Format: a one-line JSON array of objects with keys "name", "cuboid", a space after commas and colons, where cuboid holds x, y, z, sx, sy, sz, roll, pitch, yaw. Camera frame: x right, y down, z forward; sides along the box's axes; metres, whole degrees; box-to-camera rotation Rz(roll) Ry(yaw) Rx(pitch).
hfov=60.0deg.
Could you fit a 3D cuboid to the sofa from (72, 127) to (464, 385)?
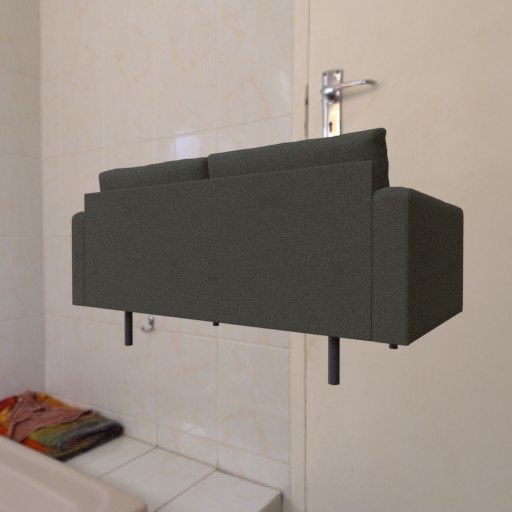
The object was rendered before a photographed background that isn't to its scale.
[{"name": "sofa", "cuboid": [0.000, 0.000, 2.172, 1.730, 0.897, 0.889, 1, 1, 35]}]
